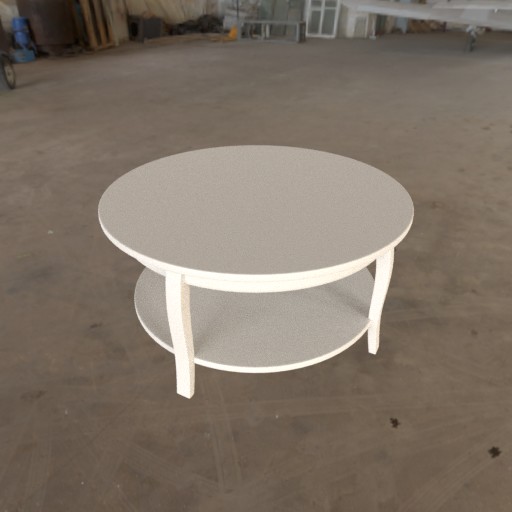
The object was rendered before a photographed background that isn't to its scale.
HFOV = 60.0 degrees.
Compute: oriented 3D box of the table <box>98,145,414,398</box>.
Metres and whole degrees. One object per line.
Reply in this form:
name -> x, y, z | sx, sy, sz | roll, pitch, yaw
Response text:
table -> 0.000, 0.000, 1.453 | 0.910, 0.457, 0.910 | 0, 31, 0
